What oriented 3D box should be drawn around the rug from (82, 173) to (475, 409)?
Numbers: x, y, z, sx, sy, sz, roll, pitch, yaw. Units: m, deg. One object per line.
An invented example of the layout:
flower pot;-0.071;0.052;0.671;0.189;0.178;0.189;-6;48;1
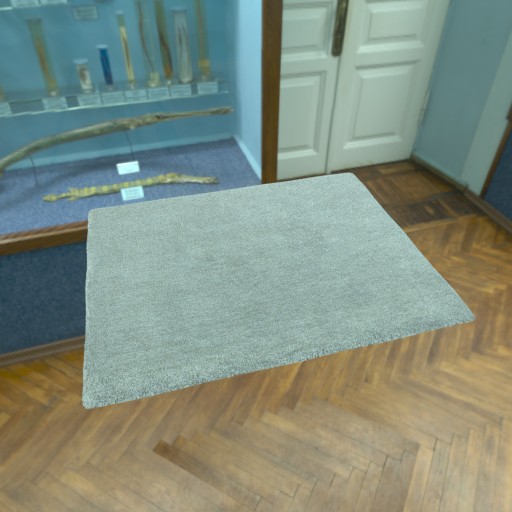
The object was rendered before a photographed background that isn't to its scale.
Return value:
rug;0.000;0.000;3.955;2.933;0.027;2.332;-10;42;-11
